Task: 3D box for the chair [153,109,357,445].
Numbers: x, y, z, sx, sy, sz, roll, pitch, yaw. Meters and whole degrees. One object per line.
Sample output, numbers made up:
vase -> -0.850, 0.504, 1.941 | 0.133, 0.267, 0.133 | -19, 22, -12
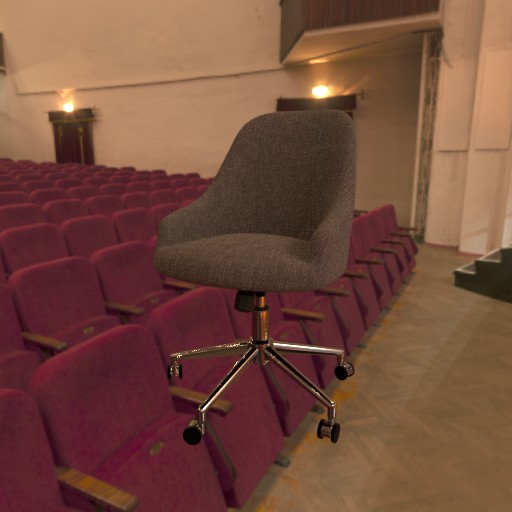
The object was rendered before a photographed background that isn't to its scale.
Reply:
chair -> 0.000, 0.000, 1.427 | 0.671, 0.950, 0.712 | 6, 14, 27
